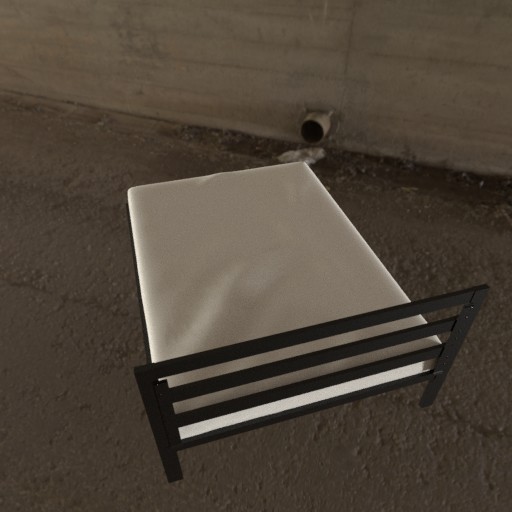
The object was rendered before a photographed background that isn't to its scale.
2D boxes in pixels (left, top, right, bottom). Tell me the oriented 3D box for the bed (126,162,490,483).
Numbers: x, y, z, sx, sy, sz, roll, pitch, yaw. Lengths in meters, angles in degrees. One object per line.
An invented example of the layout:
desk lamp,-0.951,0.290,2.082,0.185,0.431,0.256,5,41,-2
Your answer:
bed,0.000,0.000,2.817,1.524,0.967,2.062,-11,43,-12
